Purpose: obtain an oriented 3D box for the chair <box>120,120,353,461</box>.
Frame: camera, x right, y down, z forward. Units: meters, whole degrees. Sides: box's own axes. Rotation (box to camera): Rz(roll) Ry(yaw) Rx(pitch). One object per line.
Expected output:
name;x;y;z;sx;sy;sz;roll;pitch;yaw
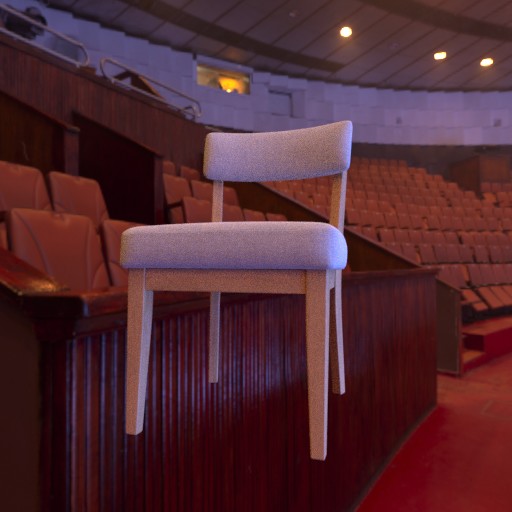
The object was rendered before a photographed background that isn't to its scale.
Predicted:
chair;0.000;0.000;1.215;0.508;0.832;0.572;0;0;17
